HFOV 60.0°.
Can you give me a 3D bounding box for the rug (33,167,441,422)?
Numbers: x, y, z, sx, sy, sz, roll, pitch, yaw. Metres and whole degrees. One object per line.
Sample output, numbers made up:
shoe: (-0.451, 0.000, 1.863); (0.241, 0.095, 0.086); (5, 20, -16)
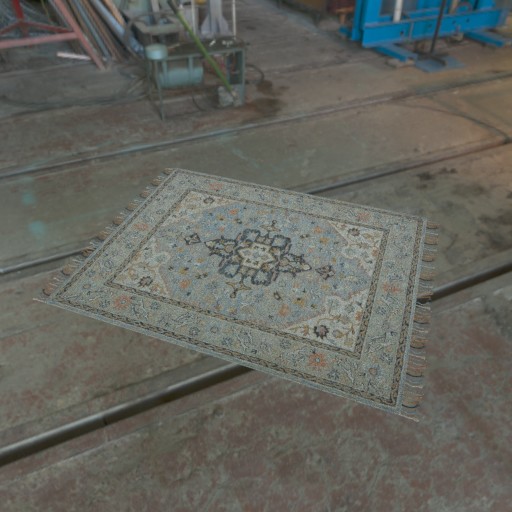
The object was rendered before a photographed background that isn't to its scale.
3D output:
rug: (0.000, 0.000, 4.199); (3.221, 0.011, 2.379); (14, 43, 15)
